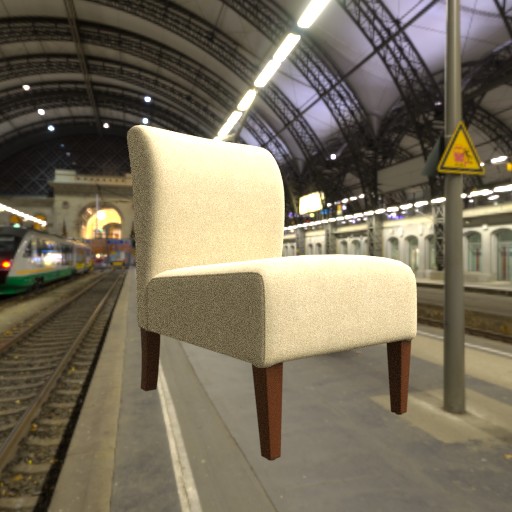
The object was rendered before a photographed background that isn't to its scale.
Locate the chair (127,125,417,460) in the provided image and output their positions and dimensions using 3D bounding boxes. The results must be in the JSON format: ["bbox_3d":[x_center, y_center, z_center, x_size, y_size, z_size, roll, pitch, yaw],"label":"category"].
[{"bbox_3d":[0.000,0.000,1.300,0.521,0.833,0.754,0,0,-37],"label":"chair"}]
